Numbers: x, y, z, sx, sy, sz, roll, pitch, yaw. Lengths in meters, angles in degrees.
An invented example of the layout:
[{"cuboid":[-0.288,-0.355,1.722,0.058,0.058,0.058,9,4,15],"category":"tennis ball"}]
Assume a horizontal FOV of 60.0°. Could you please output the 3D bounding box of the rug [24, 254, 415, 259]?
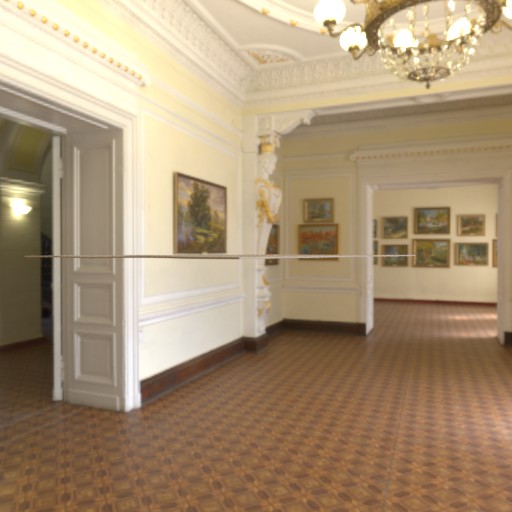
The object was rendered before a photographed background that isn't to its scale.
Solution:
[{"cuboid":[0.000,0.000,3.094,1.527,0.016,2.442,0,0,35],"category":"rug"}]
